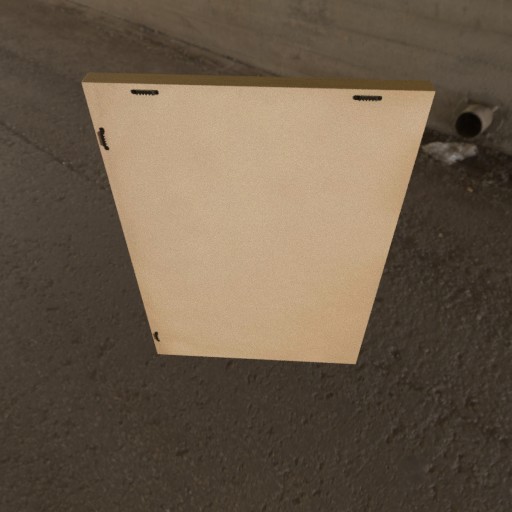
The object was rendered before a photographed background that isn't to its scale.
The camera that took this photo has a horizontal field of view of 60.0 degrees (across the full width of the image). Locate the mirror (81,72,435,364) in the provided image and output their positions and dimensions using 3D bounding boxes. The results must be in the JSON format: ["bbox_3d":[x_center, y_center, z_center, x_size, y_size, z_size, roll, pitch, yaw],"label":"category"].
[{"bbox_3d":[0.000,0.000,0.893,0.507,0.710,0.040,2,45,2],"label":"mirror"}]
